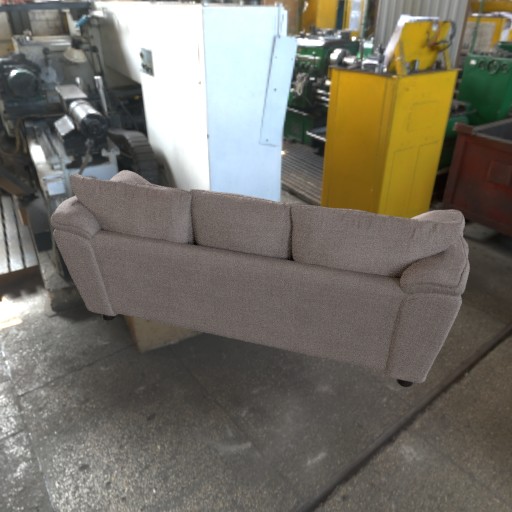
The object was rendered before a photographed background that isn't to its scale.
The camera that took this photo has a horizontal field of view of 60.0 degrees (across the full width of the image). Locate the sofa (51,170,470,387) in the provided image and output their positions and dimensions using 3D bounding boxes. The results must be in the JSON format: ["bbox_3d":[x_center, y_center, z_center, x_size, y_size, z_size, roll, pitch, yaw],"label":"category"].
[{"bbox_3d":[0.000,0.000,2.745,2.334,0.996,0.878,9,32,15],"label":"sofa"}]
